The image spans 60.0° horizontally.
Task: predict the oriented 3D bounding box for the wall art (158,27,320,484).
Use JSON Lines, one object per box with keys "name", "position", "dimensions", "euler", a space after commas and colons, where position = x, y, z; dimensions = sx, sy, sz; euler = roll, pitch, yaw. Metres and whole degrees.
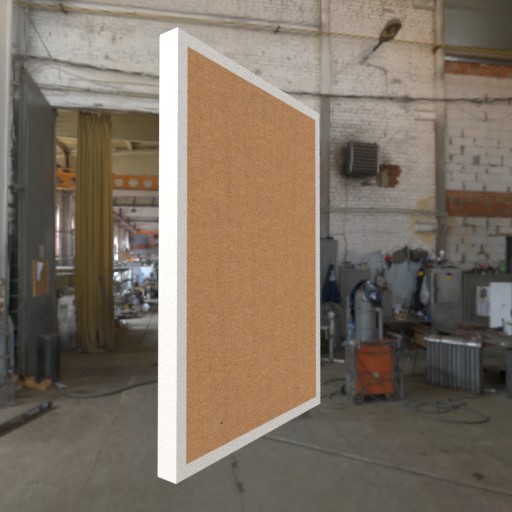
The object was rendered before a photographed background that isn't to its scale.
{"name": "wall art", "position": [0.000, 0.000, 0.542], "dimensions": [0.025, 0.428, 0.293], "euler": [-1, -1, 35]}
